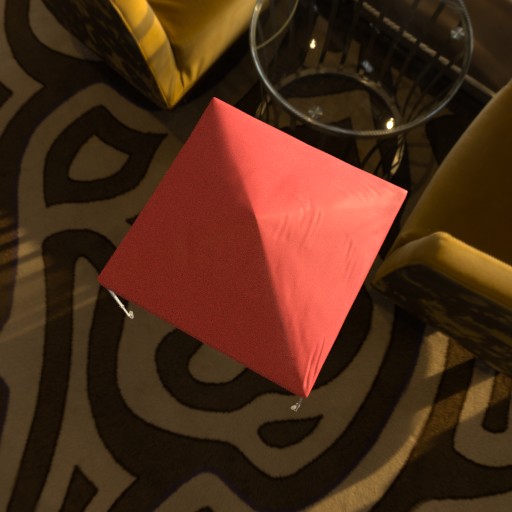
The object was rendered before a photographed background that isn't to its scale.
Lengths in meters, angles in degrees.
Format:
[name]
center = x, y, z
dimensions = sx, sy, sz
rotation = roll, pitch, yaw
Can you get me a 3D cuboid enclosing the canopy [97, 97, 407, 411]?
[canopy]
center = 0.000, 0.000, 6.829
dimensions = 3.599, 3.600, 3.600
rotation = 28, 78, 7
